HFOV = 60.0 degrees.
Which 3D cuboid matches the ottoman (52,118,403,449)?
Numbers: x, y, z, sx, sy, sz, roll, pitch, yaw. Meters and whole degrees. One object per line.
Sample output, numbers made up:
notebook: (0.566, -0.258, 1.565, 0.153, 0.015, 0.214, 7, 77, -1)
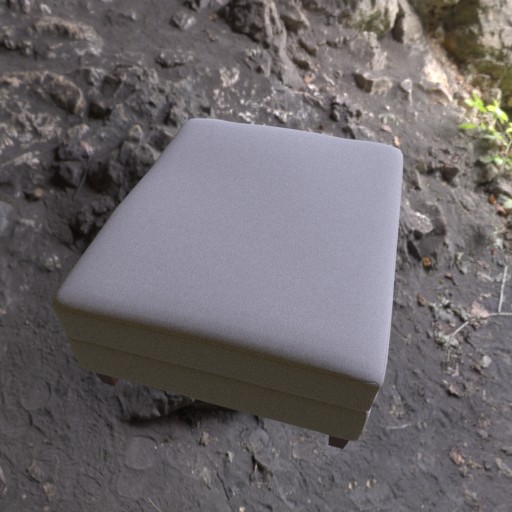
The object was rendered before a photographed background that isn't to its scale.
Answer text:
ottoman: (0.000, 0.000, 1.465, 0.836, 0.492, 0.976, 11, 47, 11)
